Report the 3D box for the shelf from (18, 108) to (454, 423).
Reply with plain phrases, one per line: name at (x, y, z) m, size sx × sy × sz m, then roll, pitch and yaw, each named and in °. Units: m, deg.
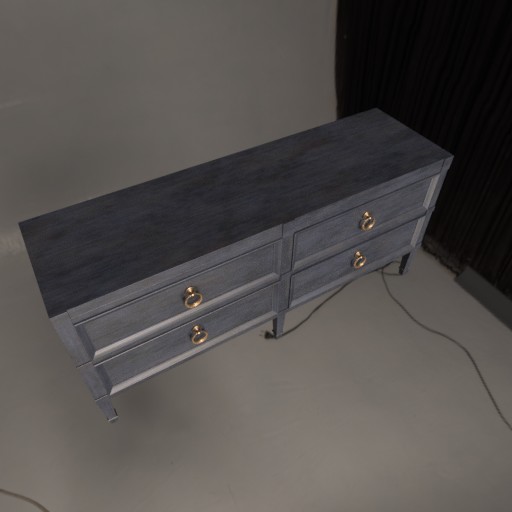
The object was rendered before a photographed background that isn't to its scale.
shelf at (0.000, 0.000, 1.881) m, size 1.575 × 0.719 × 0.479 m, roll -23°, pitch 50°, yaw -21°
